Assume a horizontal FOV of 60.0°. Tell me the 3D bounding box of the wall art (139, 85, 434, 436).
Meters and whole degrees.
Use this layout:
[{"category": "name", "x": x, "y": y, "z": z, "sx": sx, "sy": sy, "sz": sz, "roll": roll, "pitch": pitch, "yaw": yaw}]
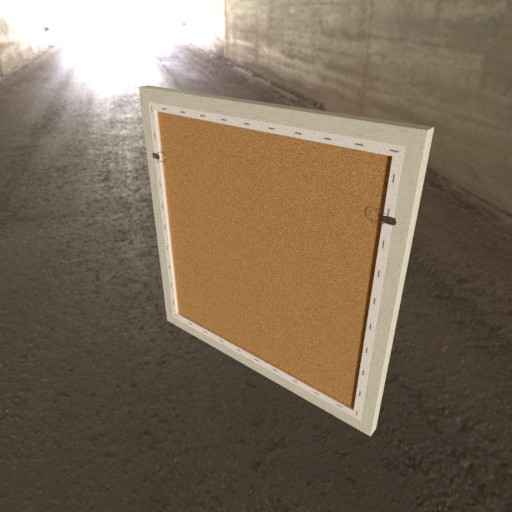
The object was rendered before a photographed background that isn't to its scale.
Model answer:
[{"category": "wall art", "x": 0.000, "y": 0.000, "z": 1.530, "sx": 1.016, "sy": 1.016, "sz": 0.045, "roll": 21, "pitch": 36, "yaw": 33}]
